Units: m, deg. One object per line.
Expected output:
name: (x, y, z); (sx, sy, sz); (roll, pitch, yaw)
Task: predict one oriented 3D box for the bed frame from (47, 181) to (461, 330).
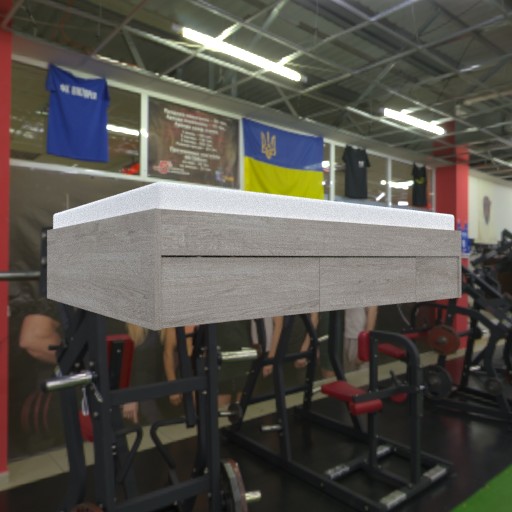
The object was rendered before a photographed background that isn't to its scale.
bed frame: (0.000, 0.000, 2.594); (1.944, 0.490, 1.448); (0, 0, -38)
